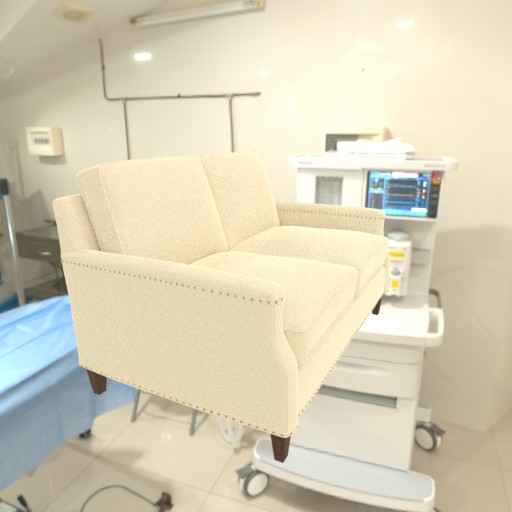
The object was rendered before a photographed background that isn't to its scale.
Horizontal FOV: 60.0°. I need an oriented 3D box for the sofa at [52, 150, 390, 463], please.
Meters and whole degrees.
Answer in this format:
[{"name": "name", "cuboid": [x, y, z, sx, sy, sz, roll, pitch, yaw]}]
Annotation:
[{"name": "sofa", "cuboid": [0.000, 0.000, 2.261, 1.084, 1.003, 1.597, 8, 18, 26]}]
